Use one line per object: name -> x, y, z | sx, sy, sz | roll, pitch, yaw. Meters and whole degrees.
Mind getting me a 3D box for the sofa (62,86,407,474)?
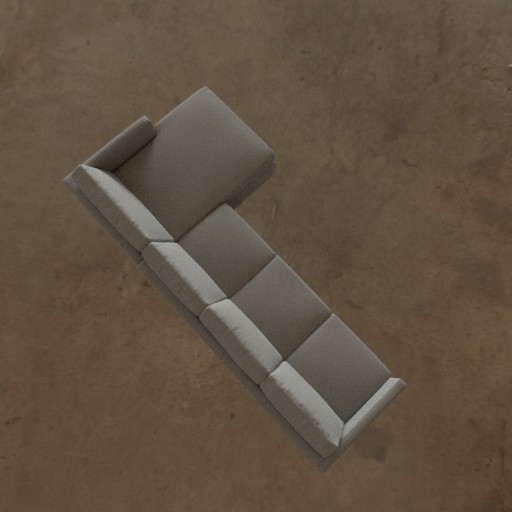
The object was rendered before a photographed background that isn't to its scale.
sofa -> 0.000, 0.000, 3.885 | 1.622, 0.867, 3.177 | -42, 80, -9
